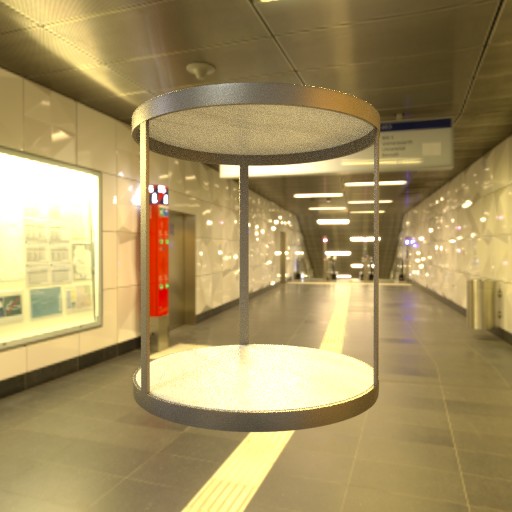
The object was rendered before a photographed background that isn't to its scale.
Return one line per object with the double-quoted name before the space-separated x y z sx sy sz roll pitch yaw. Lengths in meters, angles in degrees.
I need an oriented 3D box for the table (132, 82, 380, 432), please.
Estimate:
"table" 0.000 0.000 0.828 0.445 0.479 0.445 0 1 0
